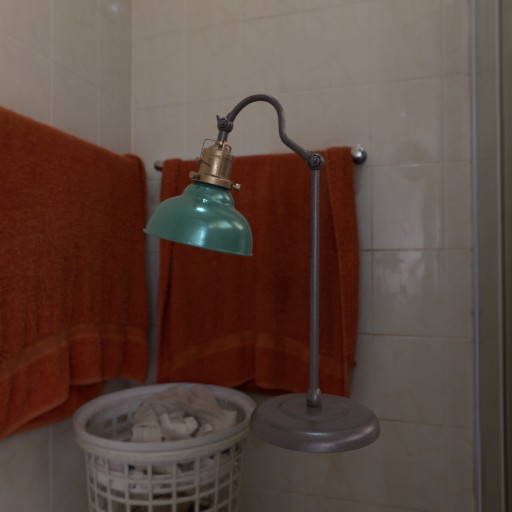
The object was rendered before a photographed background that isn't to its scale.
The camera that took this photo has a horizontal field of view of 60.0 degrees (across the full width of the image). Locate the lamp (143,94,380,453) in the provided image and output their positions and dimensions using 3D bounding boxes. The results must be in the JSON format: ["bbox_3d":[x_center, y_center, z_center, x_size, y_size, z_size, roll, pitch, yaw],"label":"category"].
[{"bbox_3d":[0.000,0.000,0.695,0.374,0.508,0.192,0,-1,18],"label":"lamp"}]
